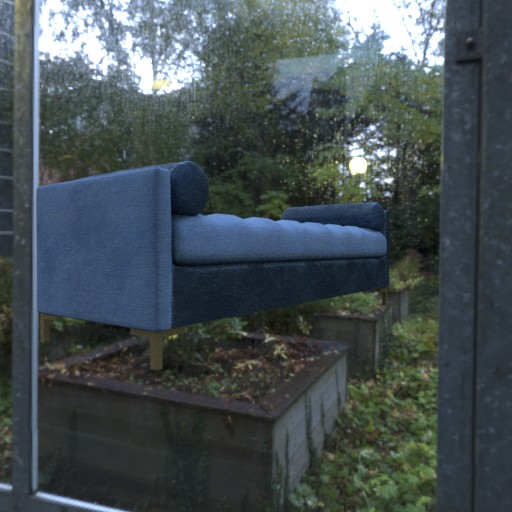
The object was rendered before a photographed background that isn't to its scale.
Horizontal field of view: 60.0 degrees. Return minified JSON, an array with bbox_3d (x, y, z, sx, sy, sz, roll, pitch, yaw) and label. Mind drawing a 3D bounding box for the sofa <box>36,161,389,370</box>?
[{"bbox_3d":[0.000,0.000,2.467,0.796,0.705,2.102,1,1,37],"label":"sofa"}]
